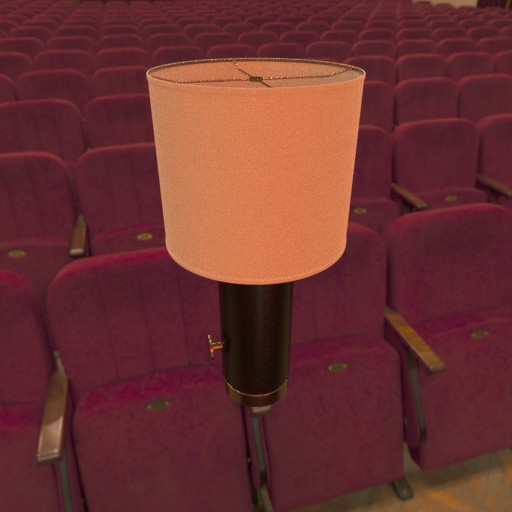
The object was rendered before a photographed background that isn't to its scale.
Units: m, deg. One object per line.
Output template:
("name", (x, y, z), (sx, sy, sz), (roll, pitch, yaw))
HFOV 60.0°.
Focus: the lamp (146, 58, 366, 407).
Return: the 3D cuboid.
("lamp", (0.000, 0.000, 0.617), (0.240, 0.482, 0.241), (-8, 31, -13))
